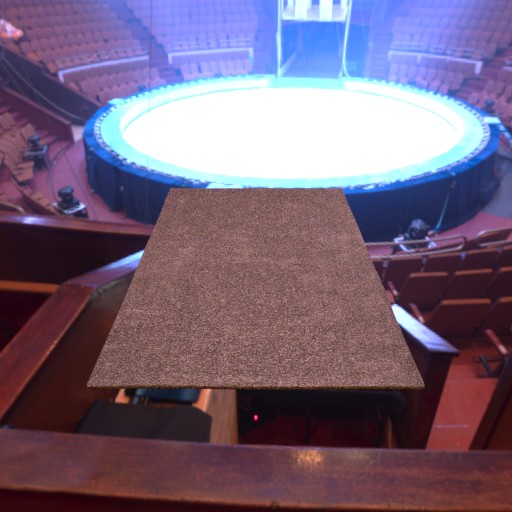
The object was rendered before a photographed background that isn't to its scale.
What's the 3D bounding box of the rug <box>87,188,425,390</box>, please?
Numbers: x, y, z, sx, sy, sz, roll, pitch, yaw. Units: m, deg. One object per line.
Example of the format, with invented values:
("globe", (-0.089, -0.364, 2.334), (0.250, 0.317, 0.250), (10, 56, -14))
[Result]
("rug", (0.000, 0.000, 3.505), (1.802, 0.026, 2.699), (0, 31, 0))
